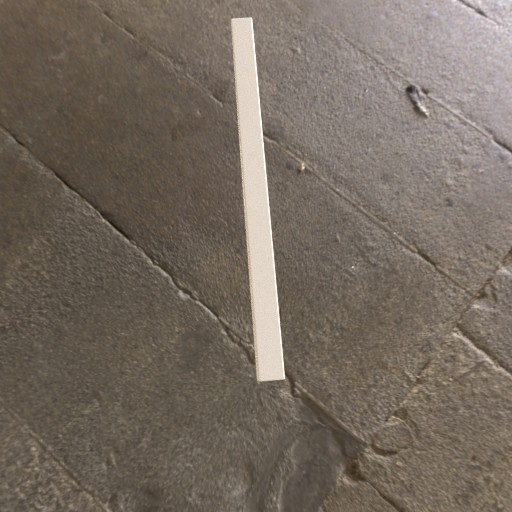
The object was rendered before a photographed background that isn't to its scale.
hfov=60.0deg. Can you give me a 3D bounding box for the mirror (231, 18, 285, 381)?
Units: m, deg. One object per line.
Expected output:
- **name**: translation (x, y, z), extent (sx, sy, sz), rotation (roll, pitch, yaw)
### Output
- **mirror**: translation (0.000, 0.000, 1.132), extent (0.041, 0.915, 0.609), rotation (-4, 75, -1)
